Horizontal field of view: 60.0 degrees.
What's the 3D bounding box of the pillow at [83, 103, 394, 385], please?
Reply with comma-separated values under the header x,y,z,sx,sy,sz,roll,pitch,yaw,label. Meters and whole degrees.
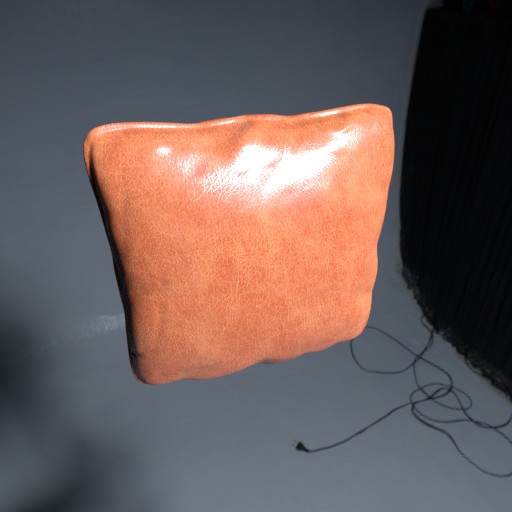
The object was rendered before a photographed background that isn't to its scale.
x,y,z,sx,sy,sz,roll,pitch,yaw,label
0.000,0.000,0.832,0.532,0.523,0.236,-10,32,-16,pillow
